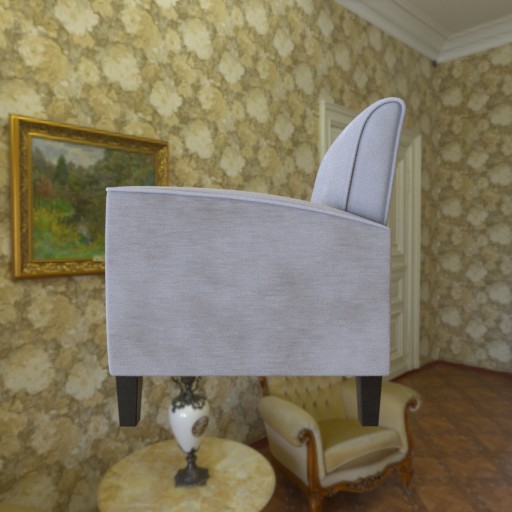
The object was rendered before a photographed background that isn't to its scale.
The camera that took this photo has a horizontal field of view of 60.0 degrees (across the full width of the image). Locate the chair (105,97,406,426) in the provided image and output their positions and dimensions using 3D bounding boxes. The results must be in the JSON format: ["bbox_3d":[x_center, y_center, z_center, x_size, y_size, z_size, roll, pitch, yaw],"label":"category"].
[{"bbox_3d":[0.000,0.000,1.573,0.821,0.915,0.820,0,1,0],"label":"chair"}]
